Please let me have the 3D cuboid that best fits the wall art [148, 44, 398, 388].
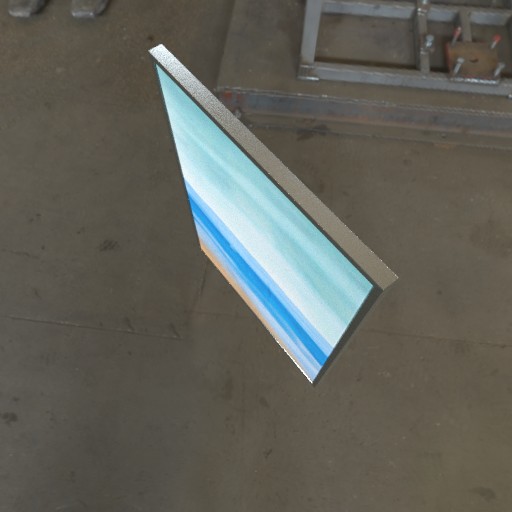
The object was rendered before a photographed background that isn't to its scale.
[{"bbox_3d":[0.000,0.000,1.434,0.041,1.062,0.803,-36,69,-16],"label":"wall art"}]
